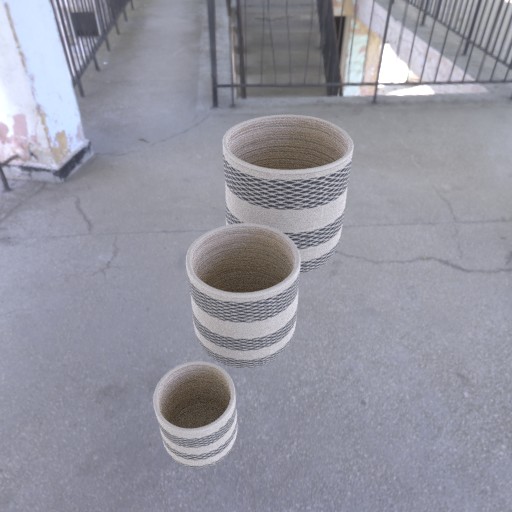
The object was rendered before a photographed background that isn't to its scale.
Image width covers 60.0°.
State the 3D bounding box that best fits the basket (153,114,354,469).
[{"bbox_3d":[0.000,0.000,1.083,0.351,0.356,0.917,11,42,13],"label":"basket"}]
